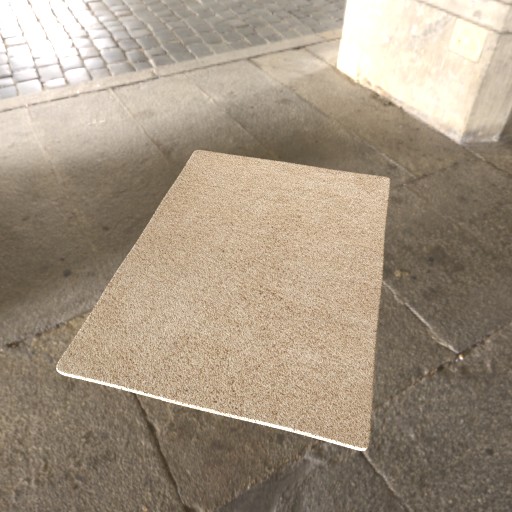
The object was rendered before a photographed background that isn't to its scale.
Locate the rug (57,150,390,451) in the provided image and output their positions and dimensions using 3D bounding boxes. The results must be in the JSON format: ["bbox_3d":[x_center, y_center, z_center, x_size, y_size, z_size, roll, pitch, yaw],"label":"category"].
[{"bbox_3d":[0.000,0.000,2.145,1.199,0.025,1.600,11,47,10],"label":"rug"}]
